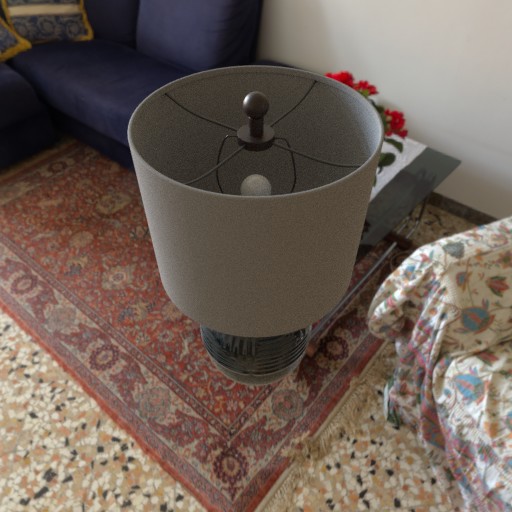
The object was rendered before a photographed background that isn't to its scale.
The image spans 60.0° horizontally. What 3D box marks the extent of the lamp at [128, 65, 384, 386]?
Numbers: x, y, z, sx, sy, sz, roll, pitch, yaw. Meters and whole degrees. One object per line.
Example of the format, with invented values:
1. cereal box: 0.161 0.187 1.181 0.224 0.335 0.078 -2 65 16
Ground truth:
1. lamp: 0.000 0.000 0.738 0.318 0.567 0.318 0 46 0
